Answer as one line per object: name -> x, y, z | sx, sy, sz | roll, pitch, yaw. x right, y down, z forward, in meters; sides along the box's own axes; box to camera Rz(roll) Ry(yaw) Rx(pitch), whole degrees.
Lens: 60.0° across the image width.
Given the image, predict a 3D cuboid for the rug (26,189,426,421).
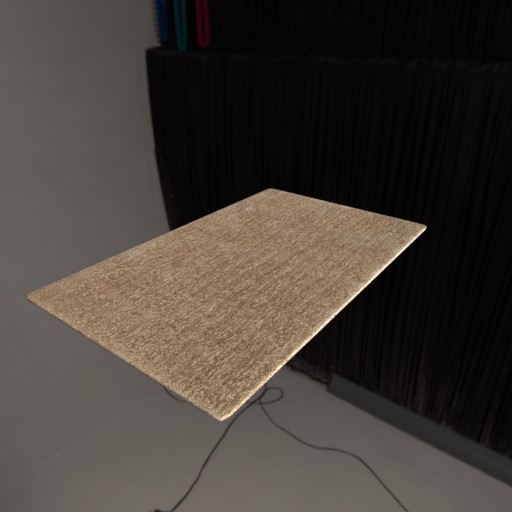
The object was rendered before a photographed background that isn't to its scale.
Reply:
rug -> 0.000, 0.000, 3.046 | 1.539, 0.024, 2.469 | 19, 33, 33
